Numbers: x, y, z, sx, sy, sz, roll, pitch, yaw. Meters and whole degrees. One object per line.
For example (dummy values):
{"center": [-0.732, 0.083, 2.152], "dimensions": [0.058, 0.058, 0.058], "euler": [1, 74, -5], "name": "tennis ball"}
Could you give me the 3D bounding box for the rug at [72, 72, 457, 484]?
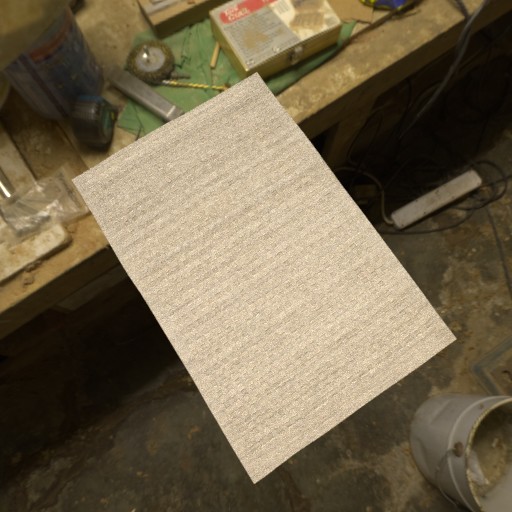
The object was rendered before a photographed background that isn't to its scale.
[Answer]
{"center": [0.000, 0.000, 2.920], "dimensions": [1.532, 0.018, 2.297], "euler": [-33, 79, -7], "name": "rug"}
